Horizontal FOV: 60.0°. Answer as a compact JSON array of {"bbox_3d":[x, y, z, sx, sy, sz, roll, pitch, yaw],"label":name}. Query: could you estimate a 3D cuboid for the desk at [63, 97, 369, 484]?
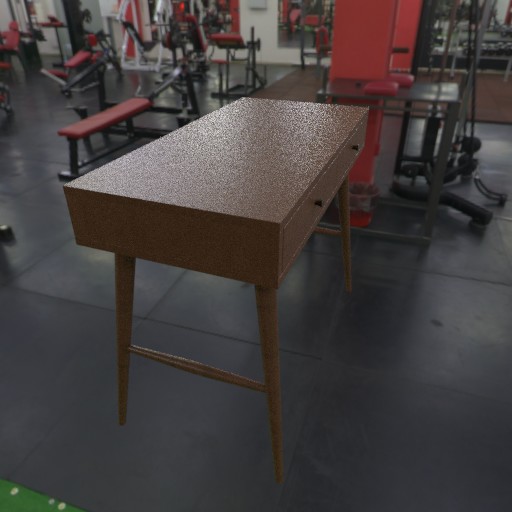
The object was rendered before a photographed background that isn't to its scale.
[{"bbox_3d":[0.000,0.000,1.405,0.510,0.758,0.949,11,33,18],"label":"desk"}]
